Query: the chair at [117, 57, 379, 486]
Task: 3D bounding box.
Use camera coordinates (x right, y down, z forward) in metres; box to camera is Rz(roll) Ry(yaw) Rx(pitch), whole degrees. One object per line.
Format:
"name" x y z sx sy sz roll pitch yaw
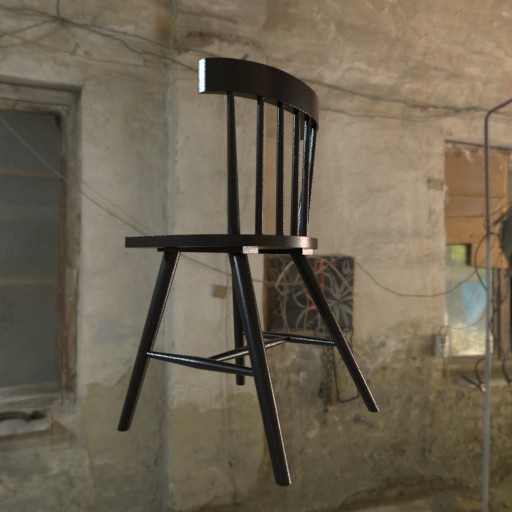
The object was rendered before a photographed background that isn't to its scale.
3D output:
"chair" 0.000 0.000 1.147 0.483 0.844 0.506 0 -1 35
